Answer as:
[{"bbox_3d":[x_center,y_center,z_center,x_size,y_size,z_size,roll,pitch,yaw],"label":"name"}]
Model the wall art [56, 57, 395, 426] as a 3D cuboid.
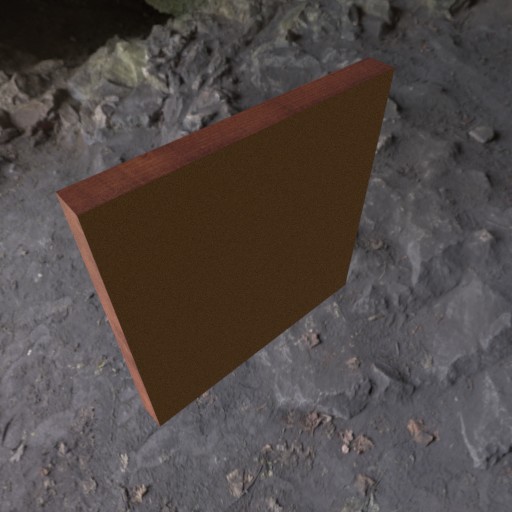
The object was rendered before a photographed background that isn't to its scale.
[{"bbox_3d":[0.000,0.000,0.566,0.386,0.385,0.038,-32,54,-27],"label":"wall art"}]
